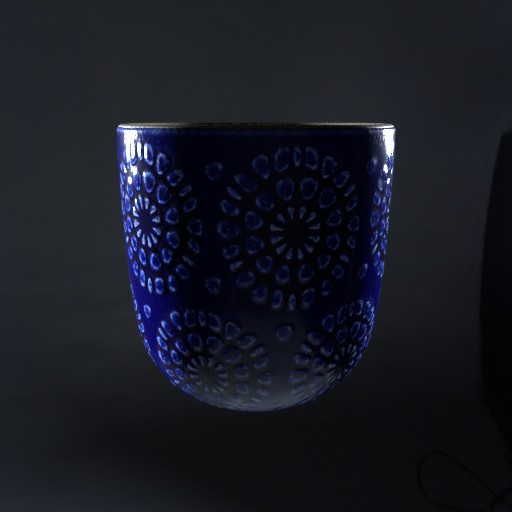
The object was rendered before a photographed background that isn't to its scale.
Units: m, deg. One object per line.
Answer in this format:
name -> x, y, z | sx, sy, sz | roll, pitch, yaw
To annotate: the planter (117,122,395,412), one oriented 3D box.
planter -> 0.000, 0.000, 0.195 | 0.109, 0.112, 0.109 | 0, 17, 0
